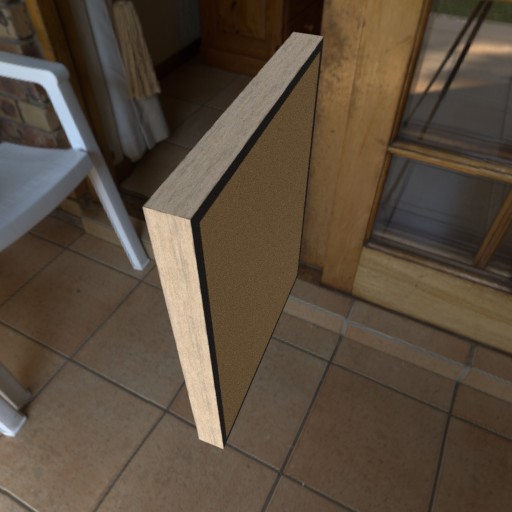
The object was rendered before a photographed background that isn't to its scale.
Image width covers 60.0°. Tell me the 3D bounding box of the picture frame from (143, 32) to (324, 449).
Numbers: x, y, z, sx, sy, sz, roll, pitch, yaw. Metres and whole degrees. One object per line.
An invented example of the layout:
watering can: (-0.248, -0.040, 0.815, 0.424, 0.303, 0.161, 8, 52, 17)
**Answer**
picture frame: (0.000, 0.000, 0.703, 0.046, 0.526, 0.421, 16, 49, 14)
